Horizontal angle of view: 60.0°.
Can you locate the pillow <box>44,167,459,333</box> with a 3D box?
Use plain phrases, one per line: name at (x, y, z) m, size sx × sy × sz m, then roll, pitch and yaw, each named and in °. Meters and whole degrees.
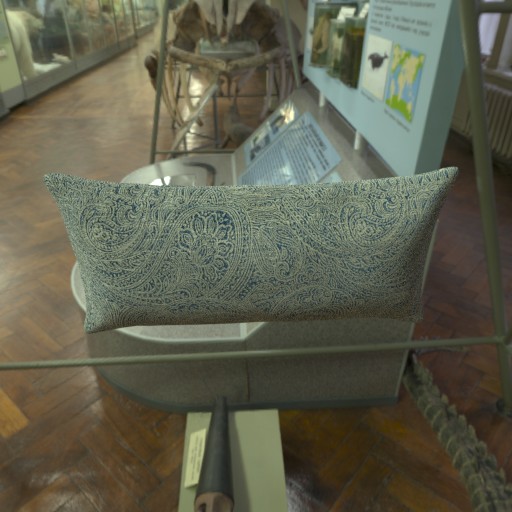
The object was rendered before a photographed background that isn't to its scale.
pillow at (0.000, 0.000, 0.729) m, size 0.615 × 0.295 × 0.151 m, roll -2°, pitch 30°, yaw -3°
